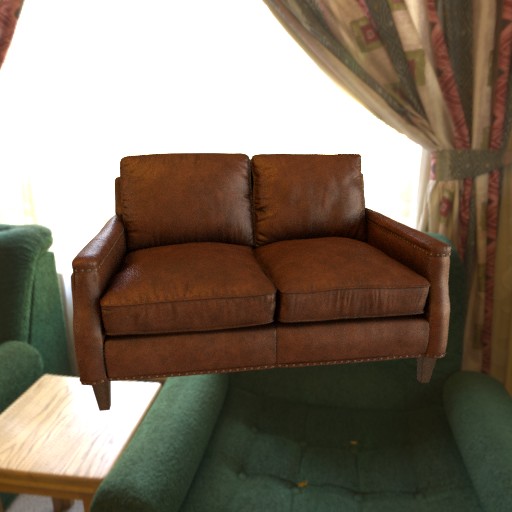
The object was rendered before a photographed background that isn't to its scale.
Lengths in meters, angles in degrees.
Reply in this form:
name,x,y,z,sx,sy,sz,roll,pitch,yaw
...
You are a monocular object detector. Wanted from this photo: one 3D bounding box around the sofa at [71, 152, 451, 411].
name,x,y,z,sx,sy,sz,roll,pitch,yaw
sofa,0.000,0.000,2.284,1.628,1.003,1.083,-2,17,-8
